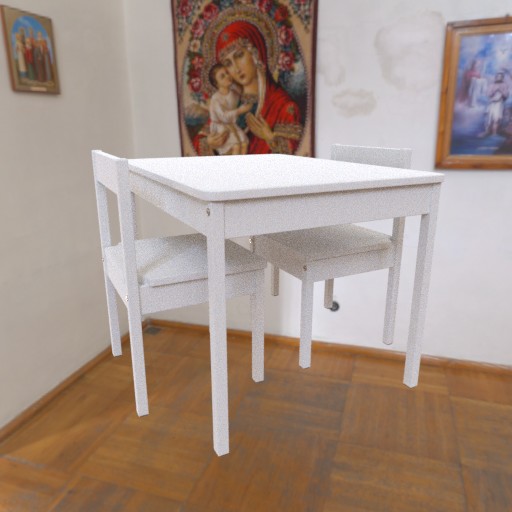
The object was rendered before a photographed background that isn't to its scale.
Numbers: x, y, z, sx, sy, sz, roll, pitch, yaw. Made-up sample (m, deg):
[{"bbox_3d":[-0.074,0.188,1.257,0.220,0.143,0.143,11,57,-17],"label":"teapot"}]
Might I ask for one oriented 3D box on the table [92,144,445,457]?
[{"bbox_3d":[0.000,0.000,1.074,0.672,0.503,0.650,-8,19,-26],"label":"table"}]
